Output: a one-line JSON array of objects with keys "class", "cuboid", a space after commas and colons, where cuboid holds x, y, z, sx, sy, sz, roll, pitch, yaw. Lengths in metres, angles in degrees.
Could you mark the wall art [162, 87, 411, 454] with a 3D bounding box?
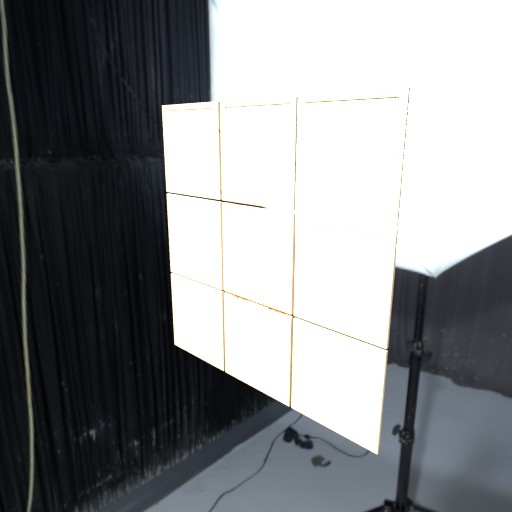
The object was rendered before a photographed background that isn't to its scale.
[{"class": "wall art", "cuboid": [0.000, 0.000, 1.819, 1.214, 1.219, 0.013, 15, 21, 42]}]
